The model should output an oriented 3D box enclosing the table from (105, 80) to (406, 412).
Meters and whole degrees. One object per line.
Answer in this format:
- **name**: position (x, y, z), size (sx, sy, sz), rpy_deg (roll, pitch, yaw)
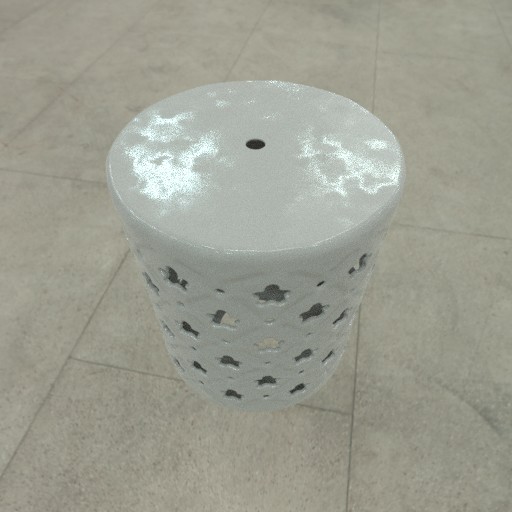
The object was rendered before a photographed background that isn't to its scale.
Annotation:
- **table**: position (0.000, 0.000, 0.661), size (0.352, 0.387, 0.352), rpy_deg (0, 47, 0)
